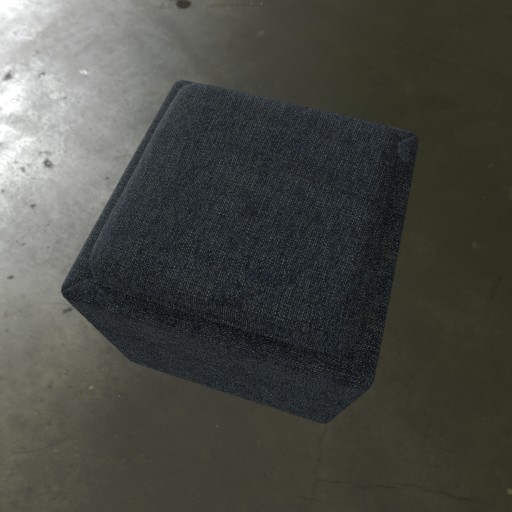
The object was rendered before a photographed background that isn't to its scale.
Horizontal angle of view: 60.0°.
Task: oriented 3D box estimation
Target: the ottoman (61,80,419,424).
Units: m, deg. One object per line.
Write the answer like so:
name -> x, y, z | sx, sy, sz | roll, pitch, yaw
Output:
ottoman -> 0.000, 0.000, 0.837 | 0.450, 0.460, 0.450 | 16, 64, 8
